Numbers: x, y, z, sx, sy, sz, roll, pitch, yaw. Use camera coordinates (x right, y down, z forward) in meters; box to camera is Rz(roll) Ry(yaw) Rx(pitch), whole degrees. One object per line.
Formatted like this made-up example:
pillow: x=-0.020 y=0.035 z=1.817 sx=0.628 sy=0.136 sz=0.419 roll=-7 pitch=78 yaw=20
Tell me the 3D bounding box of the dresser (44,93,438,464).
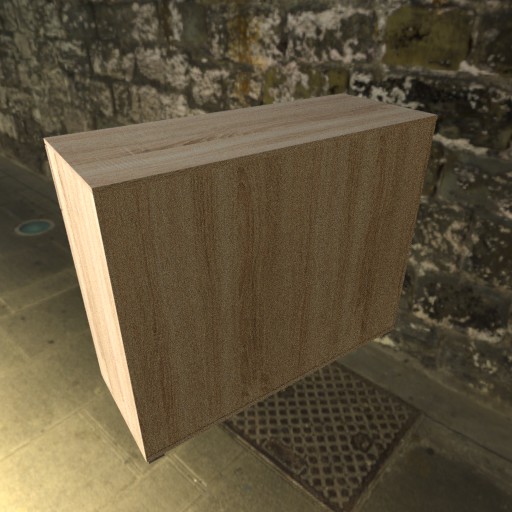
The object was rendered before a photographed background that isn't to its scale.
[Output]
dresser: x=0.000 y=0.000 z=1.538 sx=1.100 sy=0.900 sz=0.450 roll=-19 pitch=36 yaw=-29
